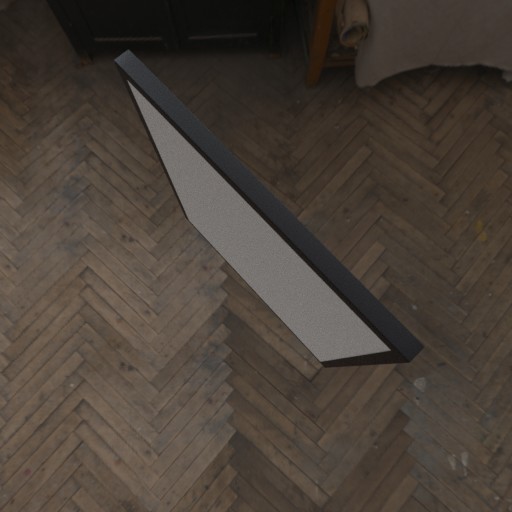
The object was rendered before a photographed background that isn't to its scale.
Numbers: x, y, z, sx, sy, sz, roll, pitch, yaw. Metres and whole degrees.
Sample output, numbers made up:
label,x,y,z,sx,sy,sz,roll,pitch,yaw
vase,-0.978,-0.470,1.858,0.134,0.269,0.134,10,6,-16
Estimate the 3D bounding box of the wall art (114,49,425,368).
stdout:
label,x,y,z,sx,sy,sz,roll,pitch,yaw
wall art,0.000,0.000,0.685,0.021,0.509,0.430,-42,79,-10
